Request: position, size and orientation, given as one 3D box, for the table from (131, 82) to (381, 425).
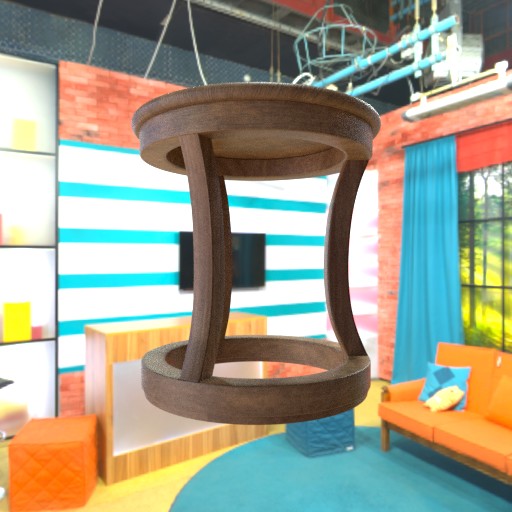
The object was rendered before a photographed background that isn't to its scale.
[{"bbox_3d":[0.000,0.000,0.796,0.432,0.460,0.432,0,0,0],"label":"table"}]
